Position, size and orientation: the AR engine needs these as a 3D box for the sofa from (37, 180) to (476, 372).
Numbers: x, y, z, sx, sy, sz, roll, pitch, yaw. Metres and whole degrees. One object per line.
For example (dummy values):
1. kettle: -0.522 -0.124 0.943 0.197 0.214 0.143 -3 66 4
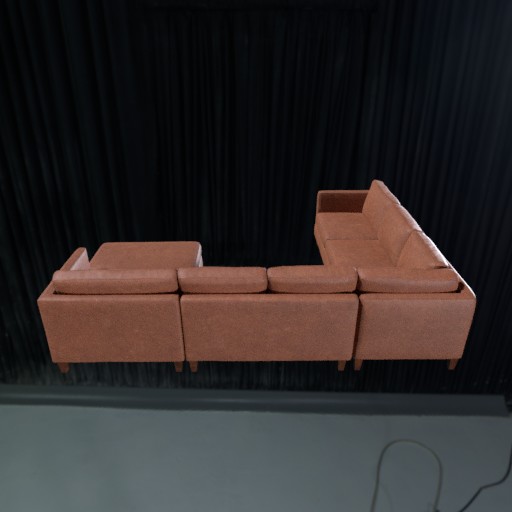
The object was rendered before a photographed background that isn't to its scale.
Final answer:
1. sofa: 0.000 0.000 4.673 3.460 0.923 2.593 0 27 -1
